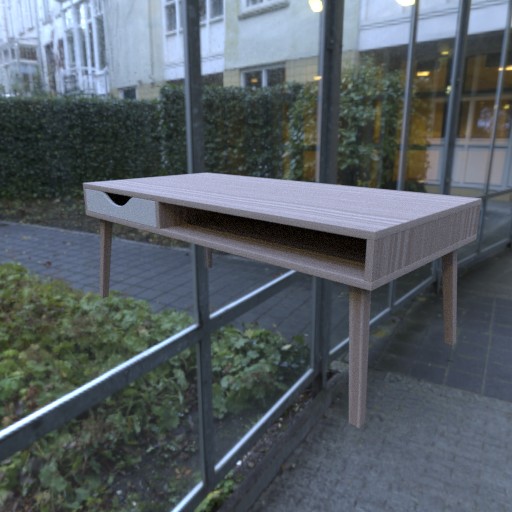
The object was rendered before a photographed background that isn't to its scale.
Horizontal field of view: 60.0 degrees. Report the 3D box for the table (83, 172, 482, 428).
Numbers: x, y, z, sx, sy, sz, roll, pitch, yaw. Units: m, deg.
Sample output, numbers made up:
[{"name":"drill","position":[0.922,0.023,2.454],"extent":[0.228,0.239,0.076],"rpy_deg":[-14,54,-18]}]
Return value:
[{"name":"table","position":[0.000,0.000,1.508],"extent":[1.200,0.450,0.600],"rpy_deg":[14,21,42]}]
